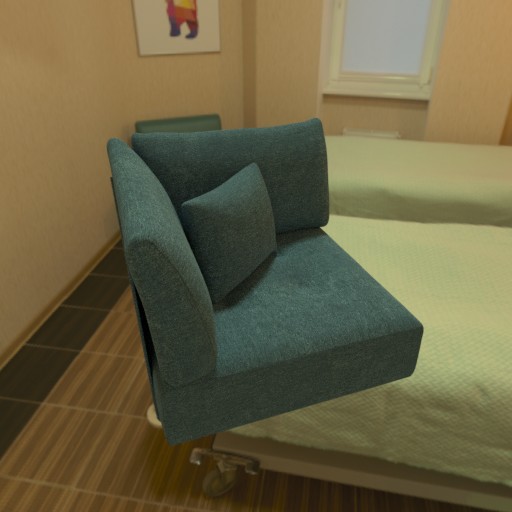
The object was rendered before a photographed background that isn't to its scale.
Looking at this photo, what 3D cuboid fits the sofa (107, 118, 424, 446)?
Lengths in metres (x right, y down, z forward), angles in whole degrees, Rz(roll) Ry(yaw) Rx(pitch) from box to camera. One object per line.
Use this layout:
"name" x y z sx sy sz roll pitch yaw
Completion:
"sofa" 0.000 0.000 1.779 1.000 0.820 1.000 -10 32 -17
